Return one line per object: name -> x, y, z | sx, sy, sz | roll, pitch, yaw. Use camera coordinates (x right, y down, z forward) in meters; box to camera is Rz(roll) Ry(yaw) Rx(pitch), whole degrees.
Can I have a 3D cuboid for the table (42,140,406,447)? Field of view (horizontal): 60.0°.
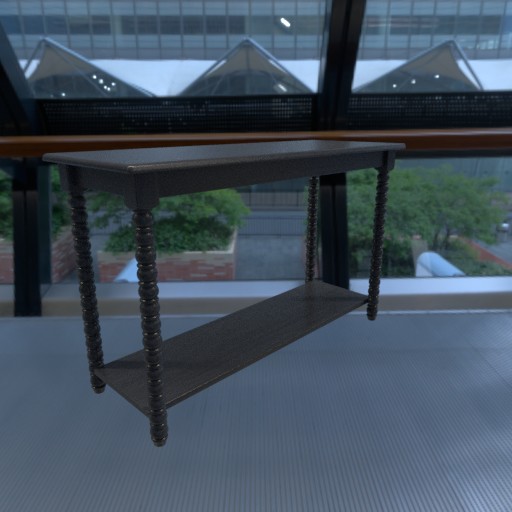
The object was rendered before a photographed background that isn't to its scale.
table -> 0.000, 0.000, 1.545 | 0.459, 0.735, 1.184 | 16, 23, 42
